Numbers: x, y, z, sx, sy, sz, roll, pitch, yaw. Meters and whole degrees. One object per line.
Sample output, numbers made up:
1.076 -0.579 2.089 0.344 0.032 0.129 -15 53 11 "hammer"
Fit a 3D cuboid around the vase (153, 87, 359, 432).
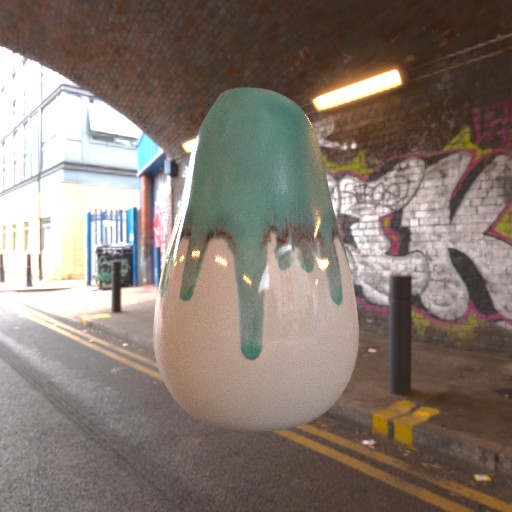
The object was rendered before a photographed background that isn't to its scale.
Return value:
0.000 0.000 0.256 0.116 0.179 0.116 0 1 0 "vase"
